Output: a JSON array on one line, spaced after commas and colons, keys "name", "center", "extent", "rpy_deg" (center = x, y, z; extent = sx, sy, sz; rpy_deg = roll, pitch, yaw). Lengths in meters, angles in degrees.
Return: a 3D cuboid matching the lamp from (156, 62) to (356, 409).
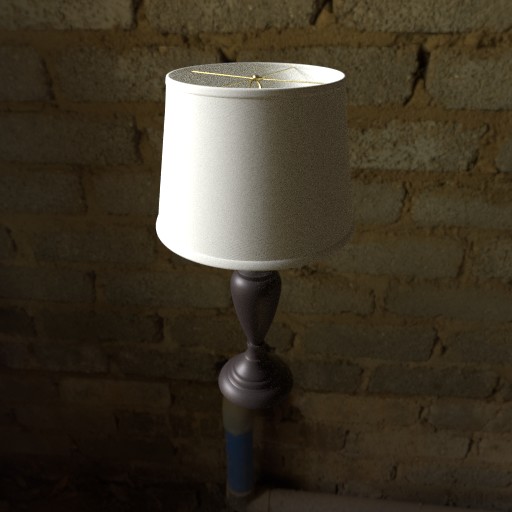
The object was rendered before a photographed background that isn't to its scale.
[{"name": "lamp", "center": [0.000, 0.000, 0.795], "extent": [0.335, 0.611, 0.335], "rpy_deg": [0, 30, 0]}]
